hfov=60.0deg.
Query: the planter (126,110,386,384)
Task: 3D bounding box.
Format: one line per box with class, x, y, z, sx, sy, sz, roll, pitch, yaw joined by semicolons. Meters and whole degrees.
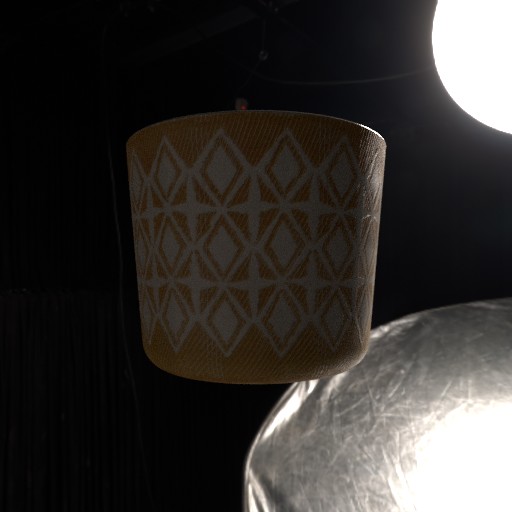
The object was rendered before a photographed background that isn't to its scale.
planter;0.000;0.000;0.224;0.126;0.104;0.126;0;-1;0
